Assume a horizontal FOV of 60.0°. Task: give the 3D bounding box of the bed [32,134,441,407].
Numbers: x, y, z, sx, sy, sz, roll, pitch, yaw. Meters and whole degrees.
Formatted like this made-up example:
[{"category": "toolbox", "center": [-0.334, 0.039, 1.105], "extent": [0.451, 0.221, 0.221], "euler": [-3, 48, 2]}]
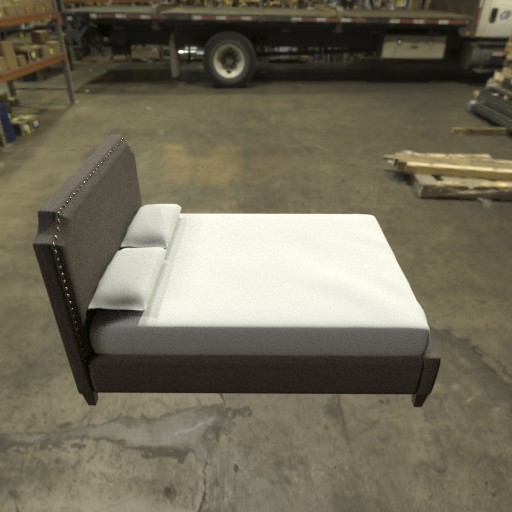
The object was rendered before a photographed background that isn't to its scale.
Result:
[{"category": "bed", "center": [0.000, 0.000, 3.393], "extent": [2.381, 1.457, 1.713], "euler": [0, 32, 0]}]
